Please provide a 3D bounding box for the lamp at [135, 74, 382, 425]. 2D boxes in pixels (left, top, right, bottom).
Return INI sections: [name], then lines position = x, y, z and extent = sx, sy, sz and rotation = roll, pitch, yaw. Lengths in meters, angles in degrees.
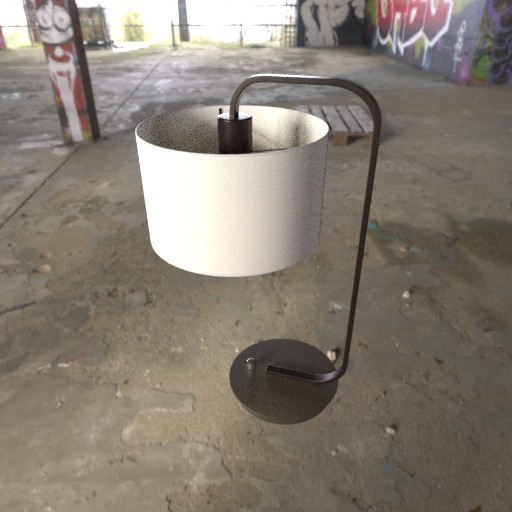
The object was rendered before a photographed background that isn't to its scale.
[lamp]
position = 0.000, 0.000, 0.618
extent = 0.288, 0.473, 0.230
rotation = 9, 32, 15
